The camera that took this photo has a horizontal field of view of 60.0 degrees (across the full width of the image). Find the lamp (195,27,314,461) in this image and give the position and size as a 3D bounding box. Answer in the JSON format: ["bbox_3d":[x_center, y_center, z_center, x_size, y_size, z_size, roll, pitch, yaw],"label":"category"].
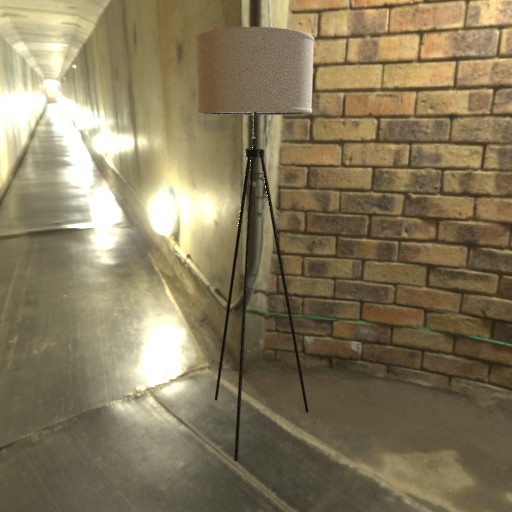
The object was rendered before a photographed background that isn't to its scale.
[{"bbox_3d":[0.000,0.000,1.725,0.448,1.545,0.458,2,16,8],"label":"lamp"}]
